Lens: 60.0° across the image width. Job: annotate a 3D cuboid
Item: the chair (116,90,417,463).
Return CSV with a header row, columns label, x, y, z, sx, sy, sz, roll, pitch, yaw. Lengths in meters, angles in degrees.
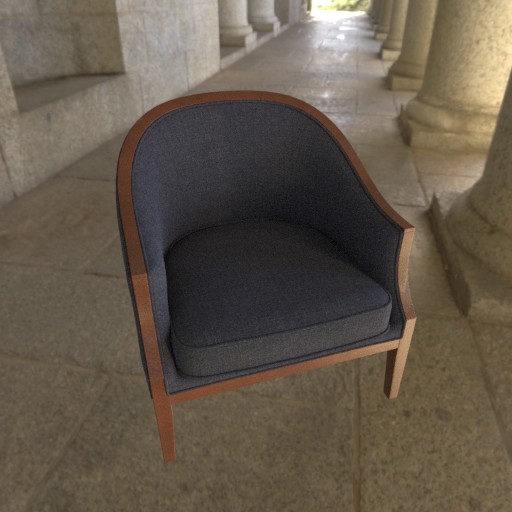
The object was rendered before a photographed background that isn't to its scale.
label,x,y,z,sx,sy,sz,roll,pitch,yaw
chair,0.000,0.000,1.420,0.803,0.876,0.735,-10,33,-15
